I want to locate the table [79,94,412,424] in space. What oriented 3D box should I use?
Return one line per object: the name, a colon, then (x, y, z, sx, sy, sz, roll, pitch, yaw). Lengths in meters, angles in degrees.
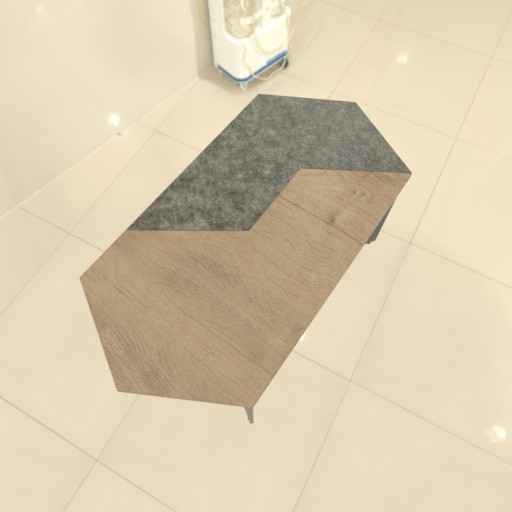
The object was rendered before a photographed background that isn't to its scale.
table: (0.000, 0.000, 1.551, 0.609, 0.457, 1.219, 32, 68, 15)
